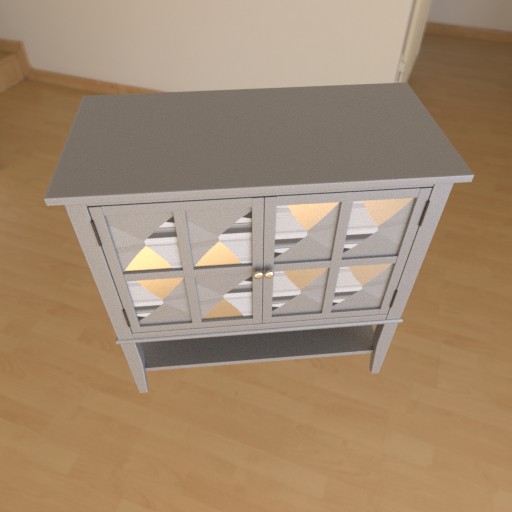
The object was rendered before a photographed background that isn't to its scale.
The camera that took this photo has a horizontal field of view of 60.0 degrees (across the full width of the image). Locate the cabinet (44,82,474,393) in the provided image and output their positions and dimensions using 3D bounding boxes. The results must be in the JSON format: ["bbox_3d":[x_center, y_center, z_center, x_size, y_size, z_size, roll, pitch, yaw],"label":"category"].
[{"bbox_3d":[0.000,0.000,1.237,0.801,0.780,0.396,-4,46,-4],"label":"cabinet"}]
